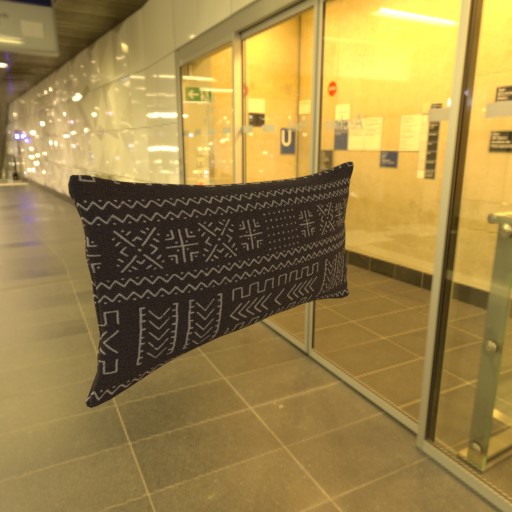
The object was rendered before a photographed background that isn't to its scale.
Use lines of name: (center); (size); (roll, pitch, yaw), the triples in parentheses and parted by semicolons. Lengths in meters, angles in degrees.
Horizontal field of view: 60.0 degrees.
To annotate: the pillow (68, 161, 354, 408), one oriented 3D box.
pillow: (0.000, 0.000, 0.807); (0.135, 0.322, 0.667); (13, 19, 42)
